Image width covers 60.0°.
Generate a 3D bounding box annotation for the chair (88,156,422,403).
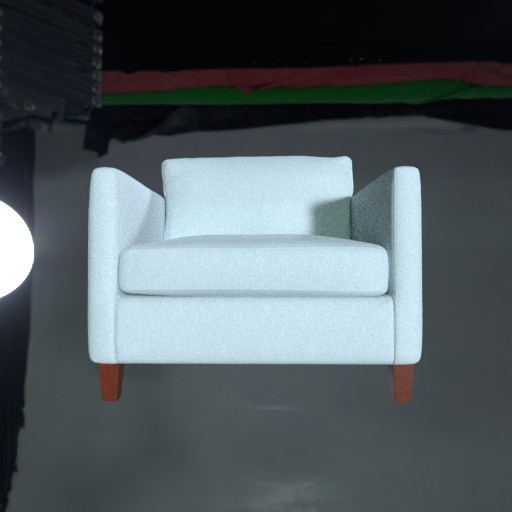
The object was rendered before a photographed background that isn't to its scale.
[{"bbox_3d":[0.000,0.000,1.869,1.107,0.961,0.953,0,-1,1],"label":"chair"}]
